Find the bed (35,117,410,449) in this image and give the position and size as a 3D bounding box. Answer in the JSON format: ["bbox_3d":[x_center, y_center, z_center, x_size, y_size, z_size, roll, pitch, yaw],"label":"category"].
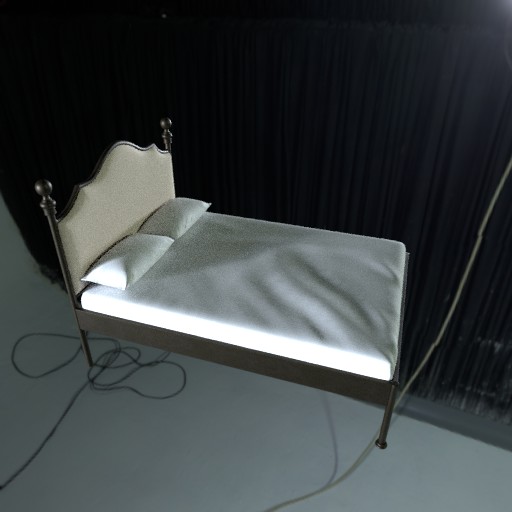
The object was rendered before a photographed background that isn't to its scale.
[{"bbox_3d":[0.000,0.000,3.195,2.170,1.462,1.533,10,33,16],"label":"bed"}]
